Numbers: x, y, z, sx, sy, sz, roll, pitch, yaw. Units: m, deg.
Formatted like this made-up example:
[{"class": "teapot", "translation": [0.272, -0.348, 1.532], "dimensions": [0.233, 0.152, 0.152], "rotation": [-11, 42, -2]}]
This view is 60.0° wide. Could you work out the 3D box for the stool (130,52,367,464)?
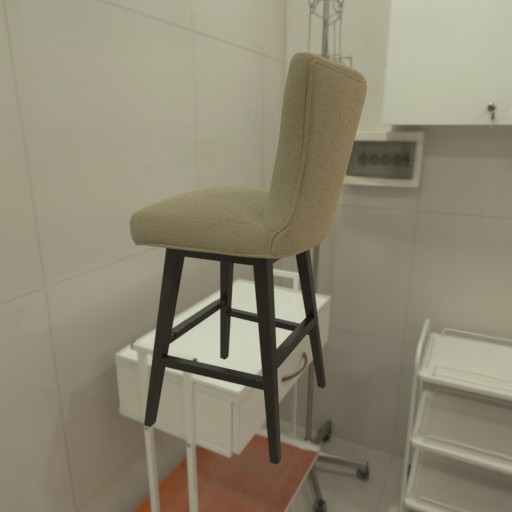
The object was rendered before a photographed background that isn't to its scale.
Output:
[{"class": "stool", "translation": [0.000, 0.000, 1.390], "dimensions": [0.574, 1.086, 0.514], "rotation": [8, 18, 25]}]
